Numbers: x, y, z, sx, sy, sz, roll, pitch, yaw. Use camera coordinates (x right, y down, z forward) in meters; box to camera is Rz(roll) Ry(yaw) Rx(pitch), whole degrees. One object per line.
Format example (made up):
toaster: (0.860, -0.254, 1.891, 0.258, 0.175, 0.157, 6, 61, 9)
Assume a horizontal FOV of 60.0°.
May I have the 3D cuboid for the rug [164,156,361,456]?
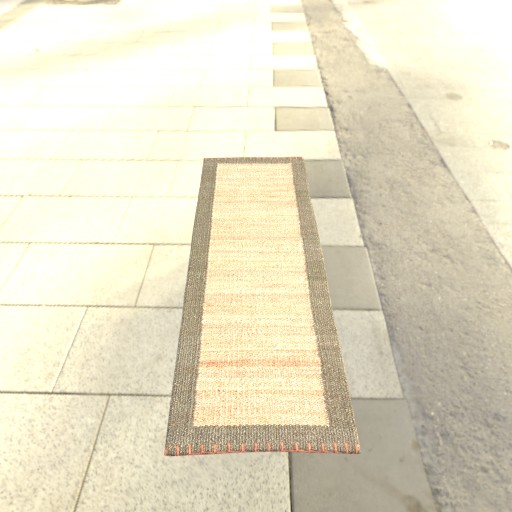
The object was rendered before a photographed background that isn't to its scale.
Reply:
rug: (0.000, 0.000, 2.680, 0.810, 0.016, 2.413, -1, 41, -1)
